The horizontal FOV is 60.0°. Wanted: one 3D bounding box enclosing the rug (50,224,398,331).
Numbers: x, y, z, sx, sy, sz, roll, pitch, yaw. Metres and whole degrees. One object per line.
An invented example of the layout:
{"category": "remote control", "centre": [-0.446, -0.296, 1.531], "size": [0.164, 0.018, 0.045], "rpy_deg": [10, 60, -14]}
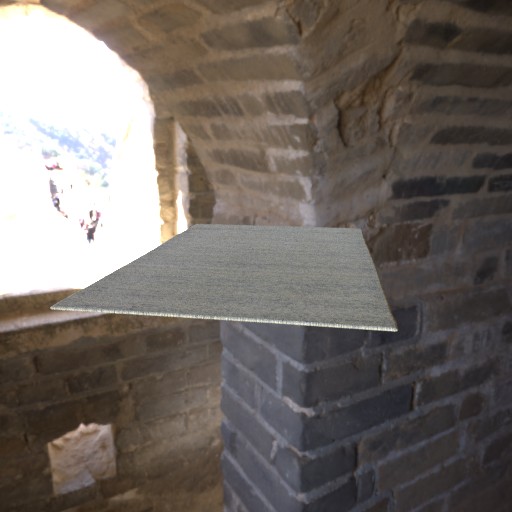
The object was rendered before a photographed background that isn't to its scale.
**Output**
{"category": "rug", "centre": [0.000, 0.000, 2.954], "size": [1.523, 0.017, 2.263], "rpy_deg": [2, 14, 9]}
